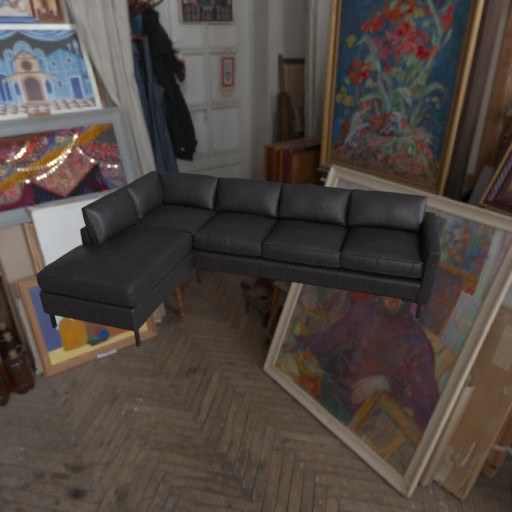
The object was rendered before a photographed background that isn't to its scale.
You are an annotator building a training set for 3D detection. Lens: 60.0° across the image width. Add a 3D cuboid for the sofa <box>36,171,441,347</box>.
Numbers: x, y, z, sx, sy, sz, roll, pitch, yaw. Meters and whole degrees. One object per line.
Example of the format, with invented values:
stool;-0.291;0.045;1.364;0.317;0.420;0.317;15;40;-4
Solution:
sofa;0.000;0.000;3.849;2.984;0.877;1.938;8;28;16
